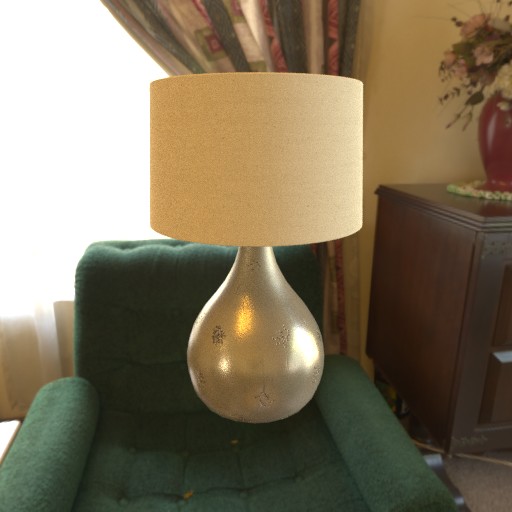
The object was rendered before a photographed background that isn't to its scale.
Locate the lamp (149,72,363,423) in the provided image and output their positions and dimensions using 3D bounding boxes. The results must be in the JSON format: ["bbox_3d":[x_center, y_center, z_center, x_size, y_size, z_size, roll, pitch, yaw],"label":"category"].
[{"bbox_3d":[0.000,0.000,0.722,0.330,0.521,0.330,0,16,0],"label":"lamp"}]
